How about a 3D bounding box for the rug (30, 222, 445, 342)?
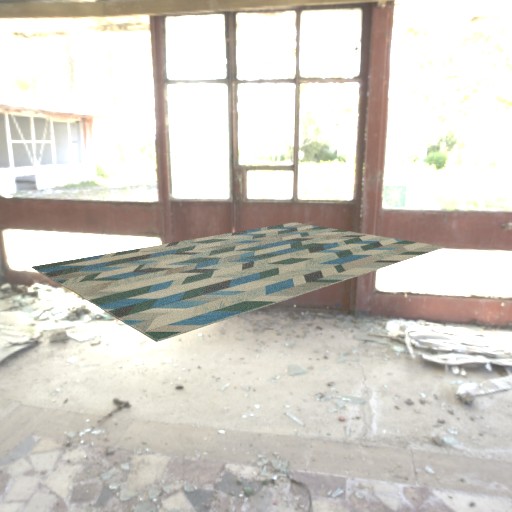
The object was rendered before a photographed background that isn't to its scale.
[{"bbox_3d":[0.000,0.000,3.016,2.433,0.007,1.507,-12,19,-41],"label":"rug"}]
